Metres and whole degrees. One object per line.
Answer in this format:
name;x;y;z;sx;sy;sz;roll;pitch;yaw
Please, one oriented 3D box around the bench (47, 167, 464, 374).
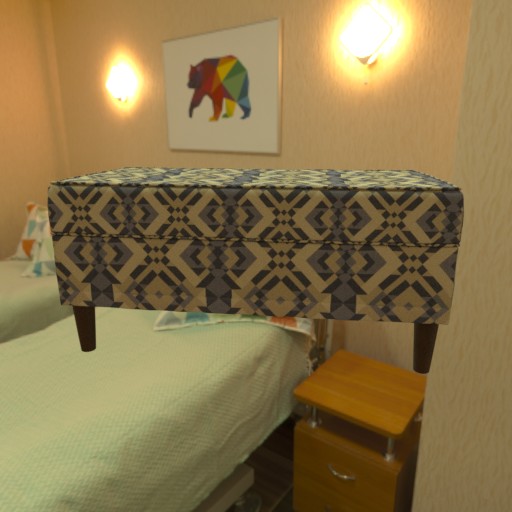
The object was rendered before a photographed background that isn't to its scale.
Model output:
bench;0.000;0.000;1.321;1.016;0.477;0.492;2;16;7
